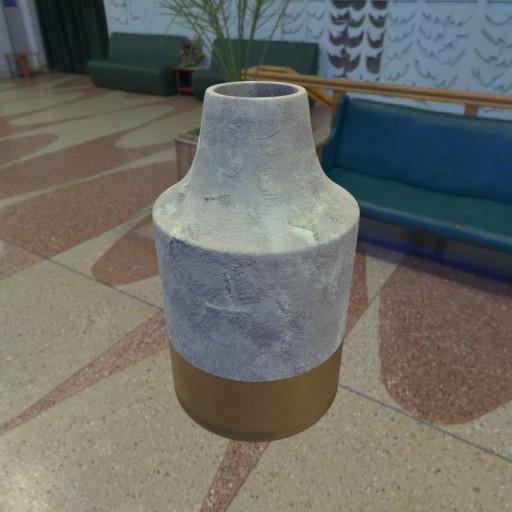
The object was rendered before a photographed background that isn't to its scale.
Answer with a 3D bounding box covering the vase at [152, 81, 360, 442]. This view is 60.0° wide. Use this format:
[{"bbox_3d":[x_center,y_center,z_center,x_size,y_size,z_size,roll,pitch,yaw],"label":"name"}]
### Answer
[{"bbox_3d":[0.000,0.000,0.426,0.184,0.305,0.184,0,30,0],"label":"vase"}]
